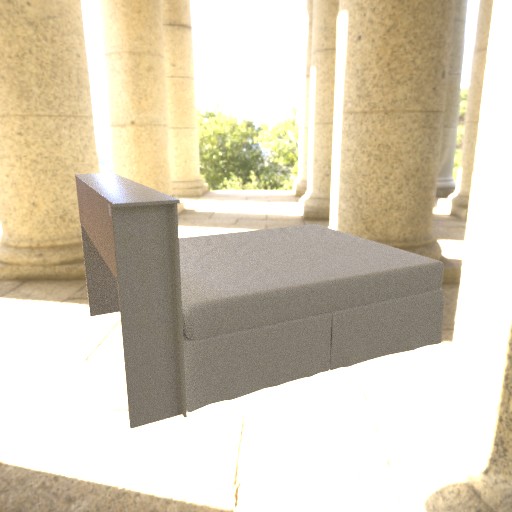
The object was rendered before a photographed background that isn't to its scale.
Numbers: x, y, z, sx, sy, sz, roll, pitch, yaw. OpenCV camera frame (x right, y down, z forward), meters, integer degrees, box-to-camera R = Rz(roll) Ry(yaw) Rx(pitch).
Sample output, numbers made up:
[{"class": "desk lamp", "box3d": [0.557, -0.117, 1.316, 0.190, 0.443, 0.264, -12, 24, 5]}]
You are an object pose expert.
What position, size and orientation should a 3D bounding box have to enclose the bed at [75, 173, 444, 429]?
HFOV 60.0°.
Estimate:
[{"class": "bed", "box3d": [0.000, 0.000, 3.123, 2.133, 1.092, 1.671, -7, 17, -26]}]
